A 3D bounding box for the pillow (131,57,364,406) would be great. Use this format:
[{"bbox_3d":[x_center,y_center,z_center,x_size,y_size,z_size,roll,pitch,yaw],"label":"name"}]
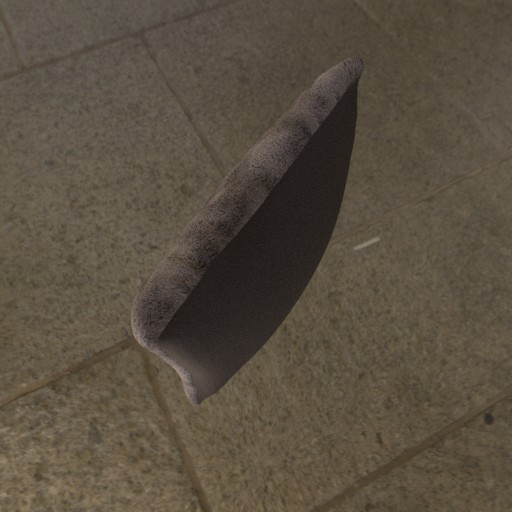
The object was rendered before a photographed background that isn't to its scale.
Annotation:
[{"bbox_3d":[0.000,0.000,0.797,0.204,0.520,0.522,30,68,13],"label":"pillow"}]
